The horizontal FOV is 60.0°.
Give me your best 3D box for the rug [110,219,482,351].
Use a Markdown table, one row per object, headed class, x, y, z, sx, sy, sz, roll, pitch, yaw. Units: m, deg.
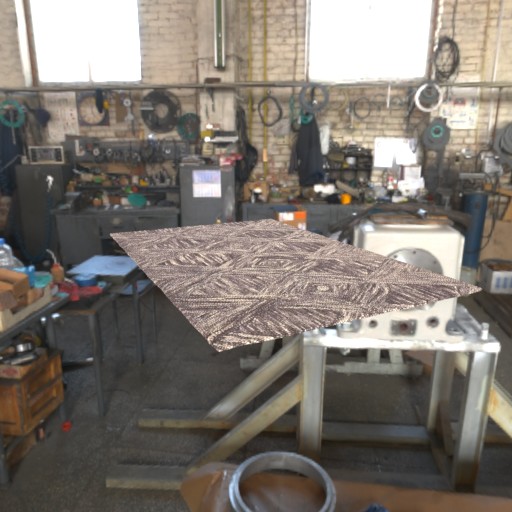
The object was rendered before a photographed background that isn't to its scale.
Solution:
| class | x | y | z | sx | sy | sz | roll | pitch | yaw |
| --- | --- | --- | --- | --- | --- | --- | --- | --- | --- |
| rug | 0.000 | 0.000 | 2.338 | 1.186 | 0.012 | 1.814 | -8 | 17 | -26 |
